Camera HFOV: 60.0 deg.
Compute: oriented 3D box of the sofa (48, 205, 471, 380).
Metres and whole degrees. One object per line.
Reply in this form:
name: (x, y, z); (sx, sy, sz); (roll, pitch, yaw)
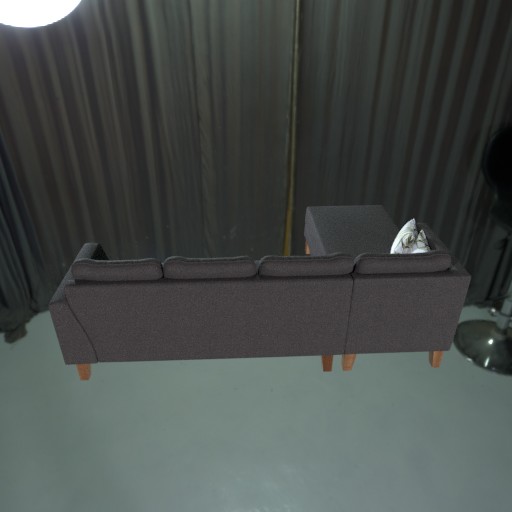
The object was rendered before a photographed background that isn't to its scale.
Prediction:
sofa: (0.000, 0.000, 3.689); (2.679, 0.932, 1.829); (-1, 30, -2)
